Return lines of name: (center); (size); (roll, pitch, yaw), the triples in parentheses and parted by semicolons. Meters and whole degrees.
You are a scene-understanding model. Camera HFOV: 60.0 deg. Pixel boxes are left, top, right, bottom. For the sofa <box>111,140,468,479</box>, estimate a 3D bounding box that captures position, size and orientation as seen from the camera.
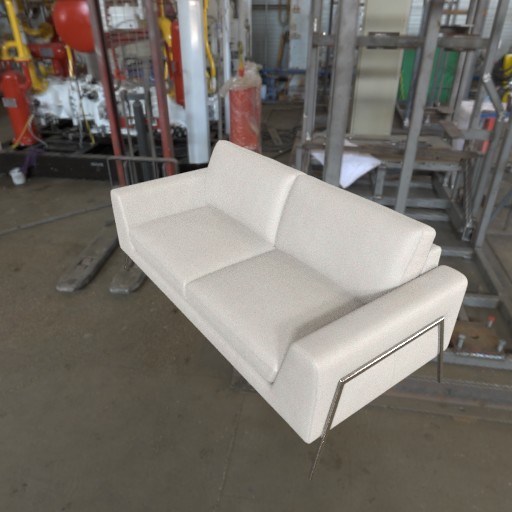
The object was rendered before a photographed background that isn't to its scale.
sofa: (0.000, 0.000, 2.547); (0.953, 0.875, 2.017); (-20, 36, -31)
